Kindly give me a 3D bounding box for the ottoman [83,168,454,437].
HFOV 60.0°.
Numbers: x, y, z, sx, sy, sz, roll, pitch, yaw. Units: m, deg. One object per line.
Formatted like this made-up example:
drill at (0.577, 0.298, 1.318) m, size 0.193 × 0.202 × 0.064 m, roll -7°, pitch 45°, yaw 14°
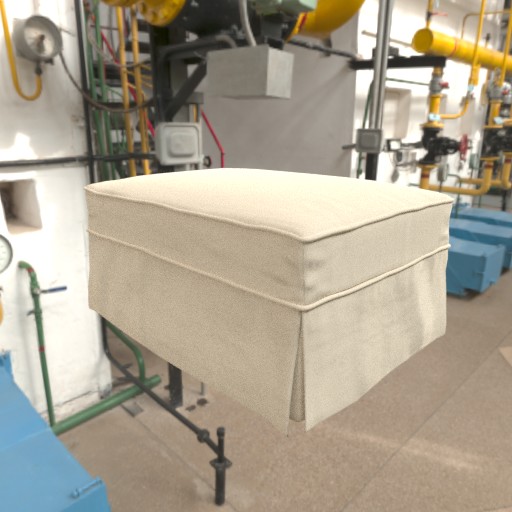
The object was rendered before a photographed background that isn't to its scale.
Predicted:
ottoman at (0.000, 0.000, 1.335) m, size 0.703 × 0.479 × 0.944 m, roll -16°, pitch 23°, yaw -42°
